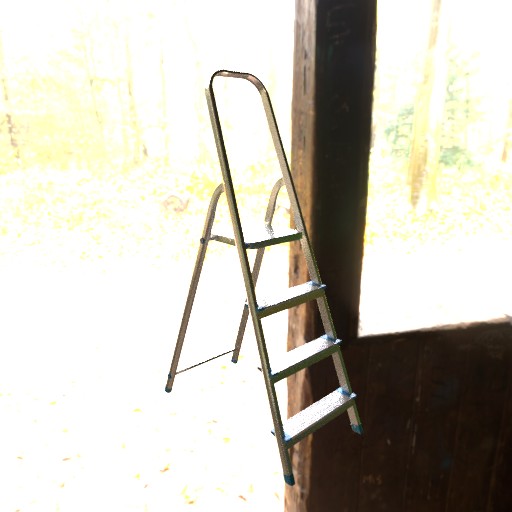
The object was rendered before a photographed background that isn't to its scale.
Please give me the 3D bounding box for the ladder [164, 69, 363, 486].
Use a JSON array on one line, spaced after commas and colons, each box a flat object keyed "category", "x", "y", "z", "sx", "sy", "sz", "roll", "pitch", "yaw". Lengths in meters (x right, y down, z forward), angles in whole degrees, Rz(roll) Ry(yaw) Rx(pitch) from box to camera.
[{"category": "ladder", "x": 0.000, "y": 0.000, "z": 1.814, "sx": 0.445, "sy": 1.434, "sz": 0.842, "roll": -13, "pitch": 20, "yaw": -41}]
